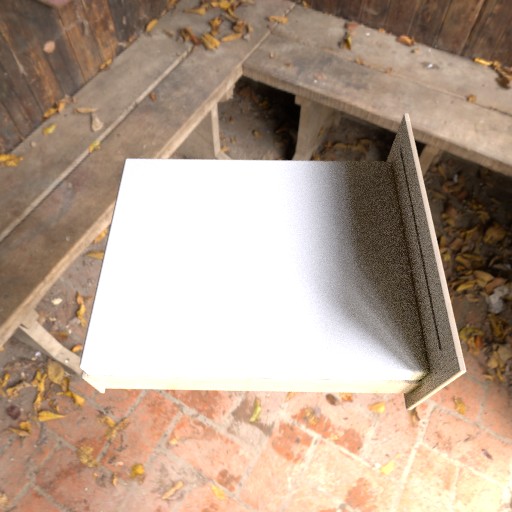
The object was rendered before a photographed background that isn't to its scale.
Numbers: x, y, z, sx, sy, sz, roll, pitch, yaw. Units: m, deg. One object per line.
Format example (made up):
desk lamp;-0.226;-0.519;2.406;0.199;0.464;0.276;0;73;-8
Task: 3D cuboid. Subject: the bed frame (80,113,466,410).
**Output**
bed frame;0.000;0.000;3.012;2.080;0.900;1.800;1;60;0
